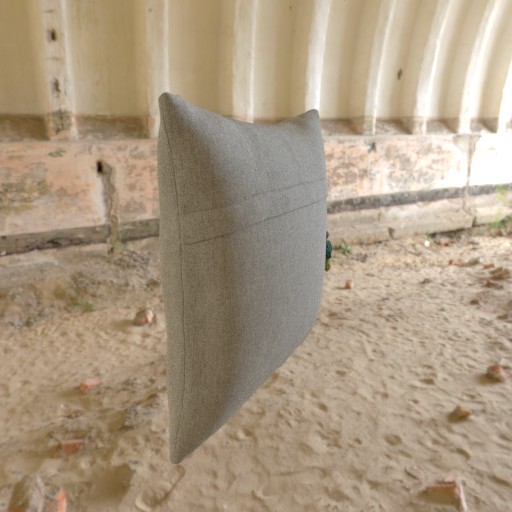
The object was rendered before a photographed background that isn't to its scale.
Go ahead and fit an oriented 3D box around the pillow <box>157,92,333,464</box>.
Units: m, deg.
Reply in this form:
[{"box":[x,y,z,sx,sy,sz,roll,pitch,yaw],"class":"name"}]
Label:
[{"box":[0.000,0.000,0.669,0.173,0.436,0.433,8,18,26],"class":"pillow"}]
